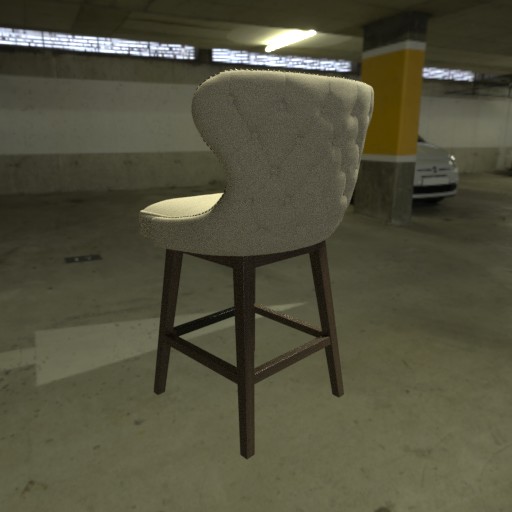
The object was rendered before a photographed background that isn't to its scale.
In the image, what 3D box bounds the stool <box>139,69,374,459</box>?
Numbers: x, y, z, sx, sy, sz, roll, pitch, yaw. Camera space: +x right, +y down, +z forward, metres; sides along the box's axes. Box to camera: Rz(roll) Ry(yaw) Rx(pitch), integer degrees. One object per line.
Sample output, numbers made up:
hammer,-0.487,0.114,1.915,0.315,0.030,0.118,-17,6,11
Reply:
stool,0.000,0.000,1.345,0.615,0.972,0.597,-14,20,-43
